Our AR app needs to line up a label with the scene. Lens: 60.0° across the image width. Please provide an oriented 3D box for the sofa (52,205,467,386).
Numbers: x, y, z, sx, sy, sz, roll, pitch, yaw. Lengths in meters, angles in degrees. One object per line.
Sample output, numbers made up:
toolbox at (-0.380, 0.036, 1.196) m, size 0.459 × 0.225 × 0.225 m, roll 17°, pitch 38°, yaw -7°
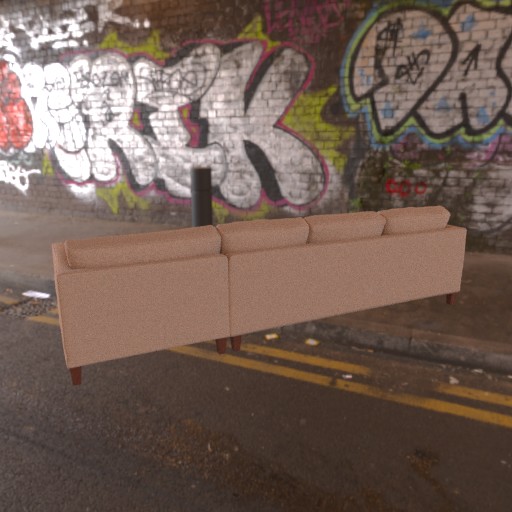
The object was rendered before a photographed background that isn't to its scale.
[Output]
sofa at (0.000, 0.000, 3.828) m, size 3.186 × 0.861 × 1.625 m, roll -7°, pitch 16°, yaw -25°
